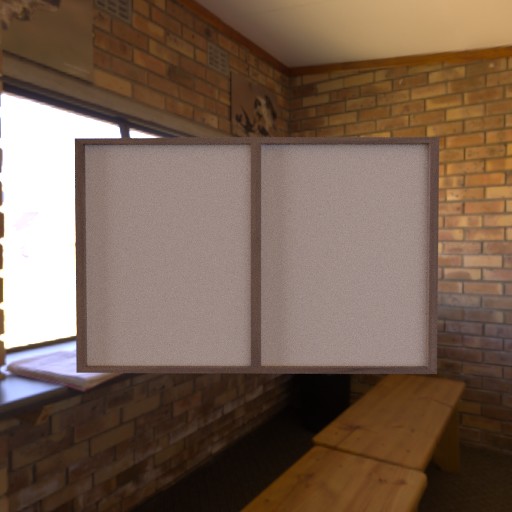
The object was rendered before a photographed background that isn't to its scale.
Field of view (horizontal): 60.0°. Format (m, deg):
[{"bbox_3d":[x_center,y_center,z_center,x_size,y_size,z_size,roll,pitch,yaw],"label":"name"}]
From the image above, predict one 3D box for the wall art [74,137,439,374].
[{"bbox_3d":[0.000,0.000,1.142,0.919,0.598,0.038,0,1,1],"label":"wall art"}]
